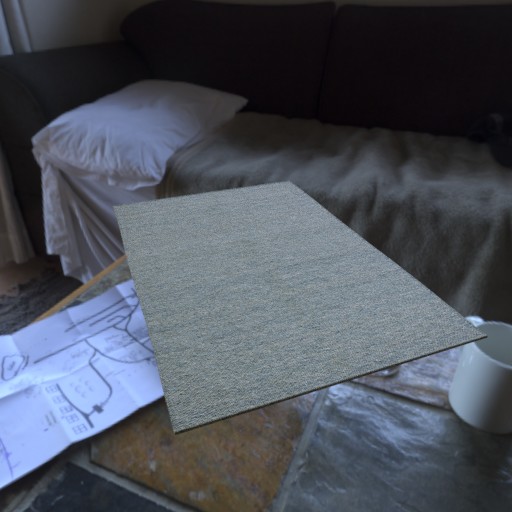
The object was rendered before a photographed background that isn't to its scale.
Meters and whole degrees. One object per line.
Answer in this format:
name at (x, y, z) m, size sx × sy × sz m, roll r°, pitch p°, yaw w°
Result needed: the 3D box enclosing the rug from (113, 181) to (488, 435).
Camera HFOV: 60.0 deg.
rug at (0.000, 0.000, 2.834) m, size 1.547 × 0.013 × 2.283 m, roll -11°, pitch 32°, yaw -18°
